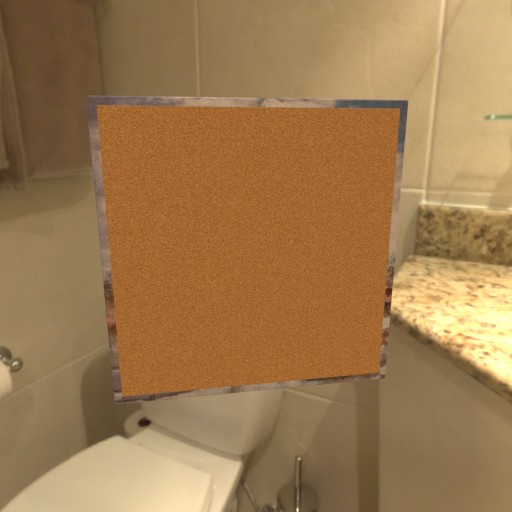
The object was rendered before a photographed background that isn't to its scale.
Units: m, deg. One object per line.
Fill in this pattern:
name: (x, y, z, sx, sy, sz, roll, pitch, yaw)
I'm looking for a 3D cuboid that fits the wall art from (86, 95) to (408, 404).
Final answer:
wall art: (0.000, 0.000, 1.335, 0.888, 0.897, 0.035, -3, 15, -10)
